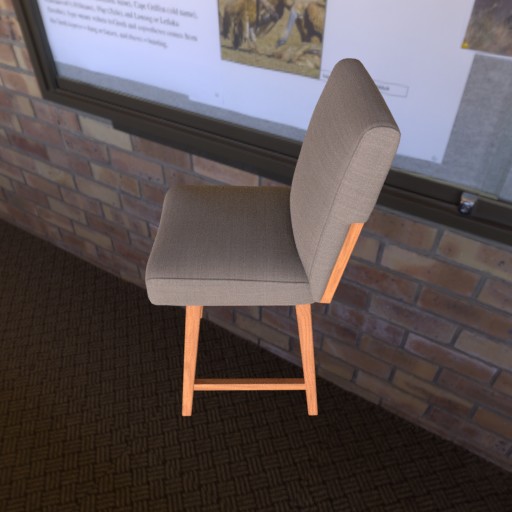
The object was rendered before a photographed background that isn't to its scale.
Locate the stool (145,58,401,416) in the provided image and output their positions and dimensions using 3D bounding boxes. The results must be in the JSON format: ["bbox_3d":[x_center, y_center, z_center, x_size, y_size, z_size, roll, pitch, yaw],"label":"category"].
[{"bbox_3d":[0.000,0.000,1.321,0.570,1.019,0.459,0,41,0],"label":"stool"}]
